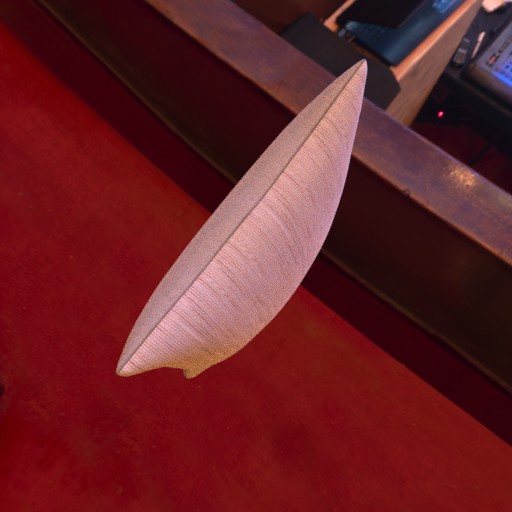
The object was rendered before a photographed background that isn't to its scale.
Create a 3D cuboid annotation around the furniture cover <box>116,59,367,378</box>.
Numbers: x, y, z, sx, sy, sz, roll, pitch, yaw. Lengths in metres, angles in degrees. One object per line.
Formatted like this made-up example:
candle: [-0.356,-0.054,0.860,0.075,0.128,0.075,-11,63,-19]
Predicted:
furniture cover: [0.000,0.000,0.777,0.178,0.506,0.512,35,78,9]
